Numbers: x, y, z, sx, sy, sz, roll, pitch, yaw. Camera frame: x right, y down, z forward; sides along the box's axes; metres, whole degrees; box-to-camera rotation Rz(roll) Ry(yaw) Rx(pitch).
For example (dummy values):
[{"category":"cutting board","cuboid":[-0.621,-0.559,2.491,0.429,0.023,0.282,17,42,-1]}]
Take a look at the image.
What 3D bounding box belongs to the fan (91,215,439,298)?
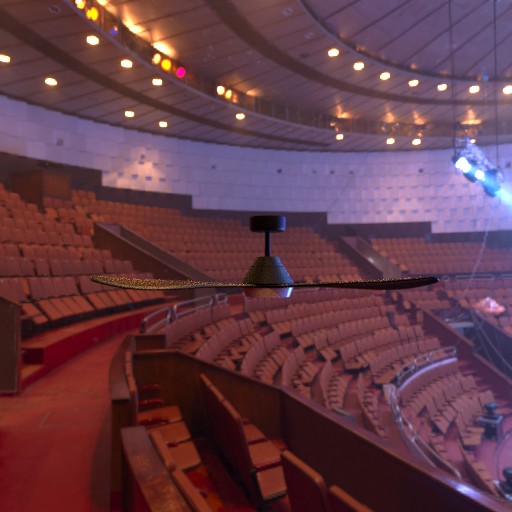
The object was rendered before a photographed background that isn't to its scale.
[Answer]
[{"category":"fan","cuboid":[0.000,0.000,1.608,1.067,0.305,1.067,1,-2,-35]}]
